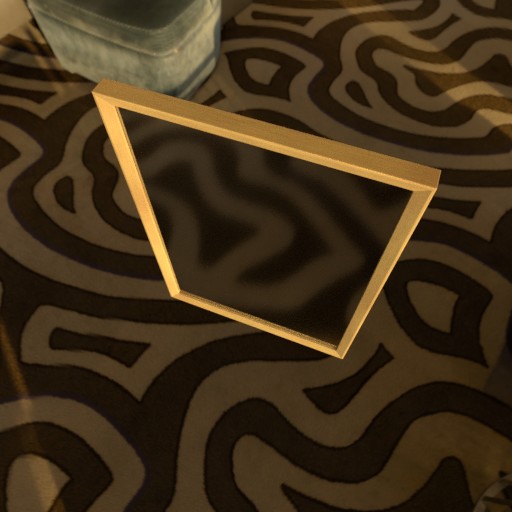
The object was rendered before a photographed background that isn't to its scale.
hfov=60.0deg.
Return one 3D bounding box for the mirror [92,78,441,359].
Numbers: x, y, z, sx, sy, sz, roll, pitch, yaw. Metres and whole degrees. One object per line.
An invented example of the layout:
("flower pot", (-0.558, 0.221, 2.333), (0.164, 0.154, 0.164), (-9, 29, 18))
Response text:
("mirror", (0.000, 0.000, 0.924), (0.507, 0.710, 0.039), (18, 61, 10))
